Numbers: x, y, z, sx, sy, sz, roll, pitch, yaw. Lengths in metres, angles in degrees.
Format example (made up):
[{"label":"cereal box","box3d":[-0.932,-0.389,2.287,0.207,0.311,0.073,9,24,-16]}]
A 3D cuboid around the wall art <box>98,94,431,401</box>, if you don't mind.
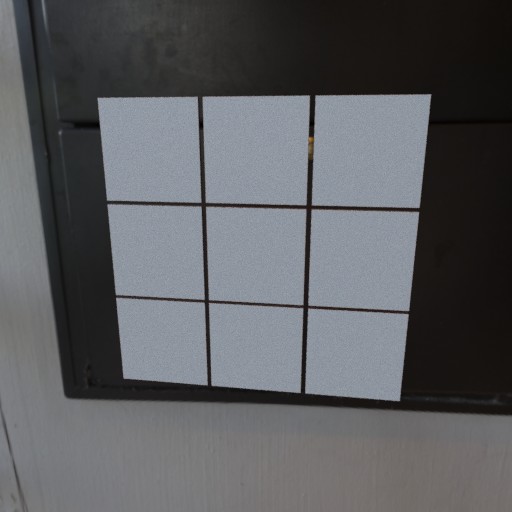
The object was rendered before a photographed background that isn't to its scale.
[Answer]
[{"label":"wall art","box3d":[0.000,0.000,1.834,1.256,1.246,0.017,2,16,8]}]
